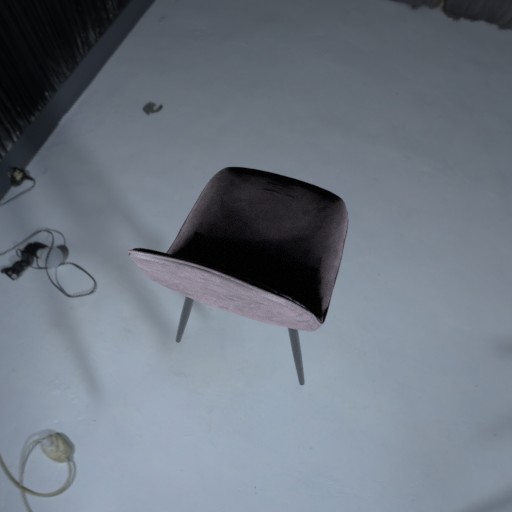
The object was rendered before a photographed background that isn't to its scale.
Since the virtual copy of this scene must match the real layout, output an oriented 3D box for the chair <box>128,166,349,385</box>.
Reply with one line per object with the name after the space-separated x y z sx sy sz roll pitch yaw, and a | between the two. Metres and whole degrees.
0.000 0.000 1.220 0.472 0.889 0.561 17 63 9 | chair
